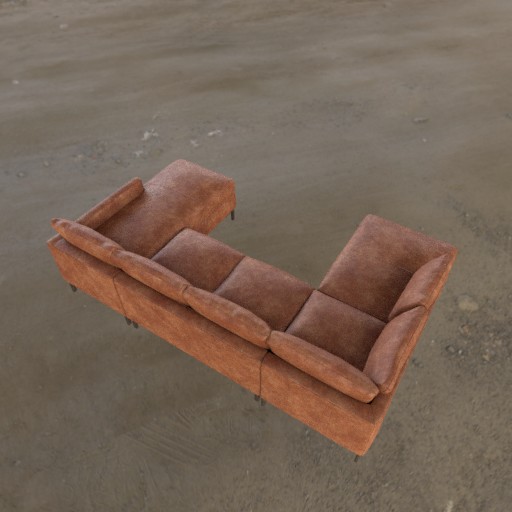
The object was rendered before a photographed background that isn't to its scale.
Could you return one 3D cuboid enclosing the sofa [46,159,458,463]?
[{"bbox_3d":[0.000,0.000,3.855,2.956,0.900,1.939,25,52,21],"label":"sofa"}]
